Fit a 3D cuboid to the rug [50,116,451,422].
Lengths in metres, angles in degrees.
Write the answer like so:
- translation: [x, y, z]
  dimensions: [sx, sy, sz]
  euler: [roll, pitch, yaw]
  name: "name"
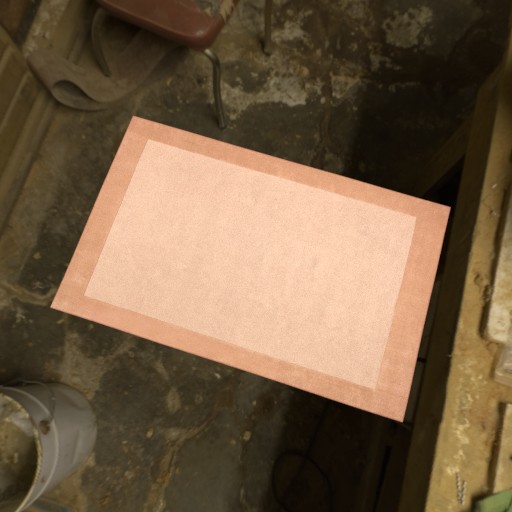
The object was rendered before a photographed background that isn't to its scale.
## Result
- translation: [0.000, 0.000, 3.085]
  dimensions: [2.438, 0.014, 1.524]
  euler: [17, 77, 4]
  name: "rug"
